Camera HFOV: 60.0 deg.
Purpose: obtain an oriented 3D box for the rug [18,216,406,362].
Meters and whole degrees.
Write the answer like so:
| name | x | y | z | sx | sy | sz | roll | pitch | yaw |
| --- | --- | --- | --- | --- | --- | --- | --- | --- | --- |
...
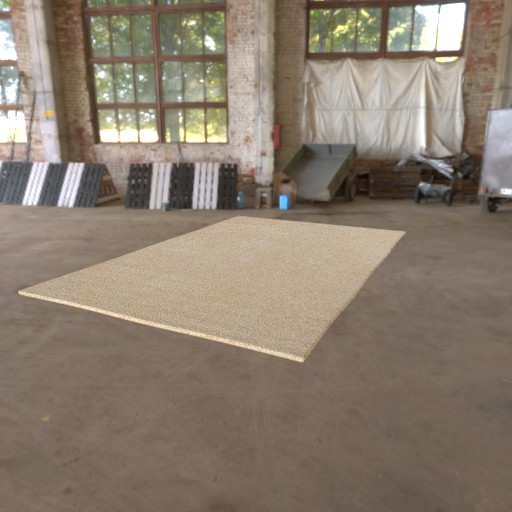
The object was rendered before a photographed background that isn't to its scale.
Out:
| name | x | y | z | sx | sy | sz | roll | pitch | yaw |
| --- | --- | --- | --- | --- | --- | --- | --- | --- | --- |
| rug | 0.000 | 0.000 | 3.402 | 1.800 | 0.025 | 2.699 | 8 | 18 | 26 |
